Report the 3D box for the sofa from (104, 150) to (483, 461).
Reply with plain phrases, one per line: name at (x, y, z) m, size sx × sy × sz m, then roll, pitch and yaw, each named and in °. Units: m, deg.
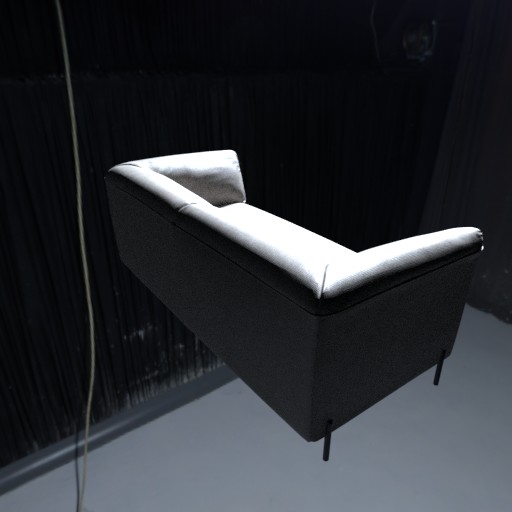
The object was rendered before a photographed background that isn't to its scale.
sofa at (0.000, 0.000, 2.305) m, size 0.905 × 0.747 × 1.878 m, roll -17°, pitch 30°, yaw -32°
